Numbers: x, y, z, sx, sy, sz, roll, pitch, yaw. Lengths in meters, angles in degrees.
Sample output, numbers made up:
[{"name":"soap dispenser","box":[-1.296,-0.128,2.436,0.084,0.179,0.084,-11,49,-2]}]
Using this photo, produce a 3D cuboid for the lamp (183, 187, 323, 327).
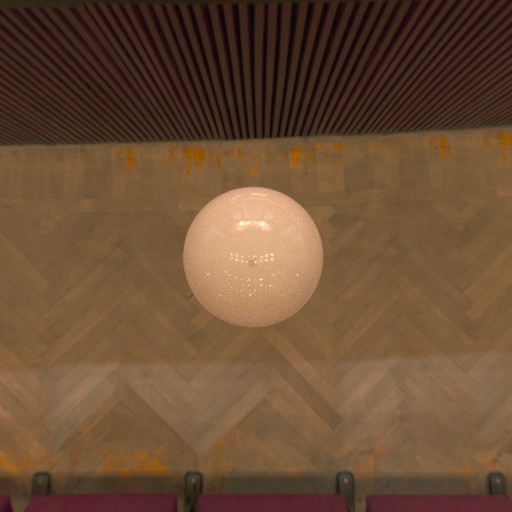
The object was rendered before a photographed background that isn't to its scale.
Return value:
[{"name":"lamp","box":[0.000,0.000,1.615,0.328,1.480,0.328,0,90,1]}]
